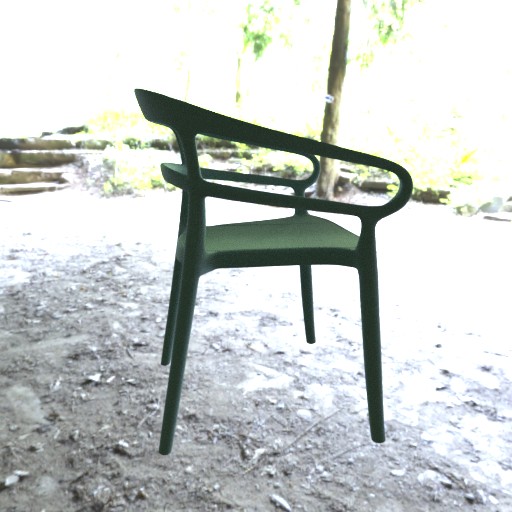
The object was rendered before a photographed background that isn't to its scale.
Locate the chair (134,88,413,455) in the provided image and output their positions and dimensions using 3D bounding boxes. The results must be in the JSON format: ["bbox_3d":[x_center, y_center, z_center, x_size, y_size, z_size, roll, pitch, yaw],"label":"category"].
[{"bbox_3d":[0.000,0.000,1.094,0.527,0.761,0.559,-3,16,-11],"label":"chair"}]
